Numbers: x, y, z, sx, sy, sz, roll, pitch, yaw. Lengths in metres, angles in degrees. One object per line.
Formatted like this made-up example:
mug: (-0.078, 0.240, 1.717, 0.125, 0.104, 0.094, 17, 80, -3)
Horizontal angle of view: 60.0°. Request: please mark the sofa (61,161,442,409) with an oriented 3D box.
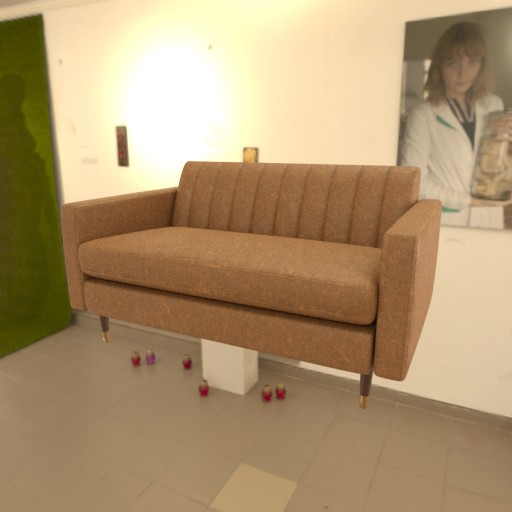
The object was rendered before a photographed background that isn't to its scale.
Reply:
sofa: (0.000, 0.000, 2.086, 1.549, 0.820, 0.960, 7, 16, 25)
